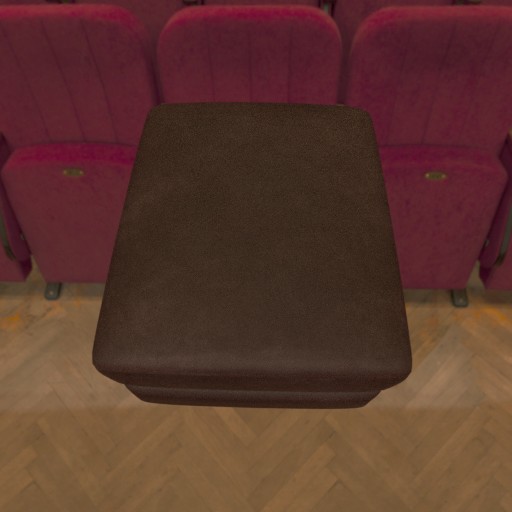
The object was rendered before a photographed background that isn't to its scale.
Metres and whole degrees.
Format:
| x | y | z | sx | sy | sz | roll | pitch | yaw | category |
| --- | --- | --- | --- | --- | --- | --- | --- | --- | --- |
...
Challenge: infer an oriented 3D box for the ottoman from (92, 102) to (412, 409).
| x | y | z | sx | sy | sz | roll | pitch | yaw | category |
| --- | --- | --- | --- | --- | --- | --- | --- | --- | --- |
| 0.000 | 0.000 | 1.253 | 0.670 | 0.569 | 0.806 | 1 | 58 | 1 | ottoman |
